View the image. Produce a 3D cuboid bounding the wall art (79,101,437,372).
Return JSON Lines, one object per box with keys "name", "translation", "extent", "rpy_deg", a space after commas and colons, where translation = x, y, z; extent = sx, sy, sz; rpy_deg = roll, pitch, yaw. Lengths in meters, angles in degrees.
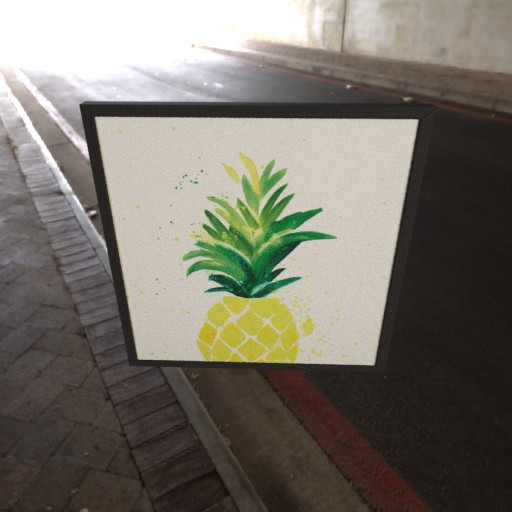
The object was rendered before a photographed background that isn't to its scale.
{"name": "wall art", "translation": [0.000, 0.000, 1.150], "extent": [0.762, 0.760, 0.037], "rpy_deg": [1, 30, 2]}
